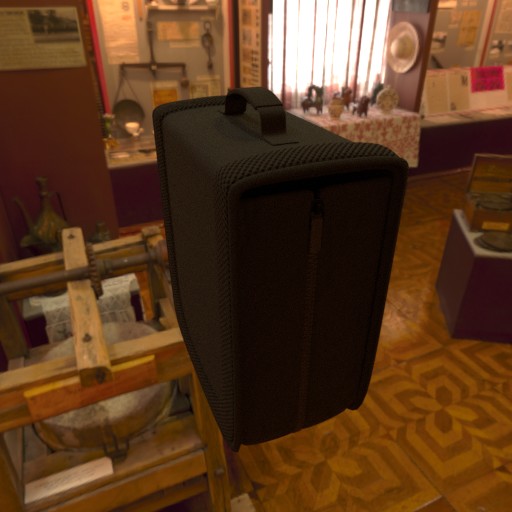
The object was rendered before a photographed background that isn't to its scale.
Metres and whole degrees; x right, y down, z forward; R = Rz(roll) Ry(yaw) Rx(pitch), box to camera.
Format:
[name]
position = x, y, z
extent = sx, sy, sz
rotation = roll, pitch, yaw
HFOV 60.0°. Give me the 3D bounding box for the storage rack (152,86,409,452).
[storage rack]
position = 0.000, 0.000, 0.540
extent = 0.168, 0.387, 0.297
rotation = -12, 32, -19
